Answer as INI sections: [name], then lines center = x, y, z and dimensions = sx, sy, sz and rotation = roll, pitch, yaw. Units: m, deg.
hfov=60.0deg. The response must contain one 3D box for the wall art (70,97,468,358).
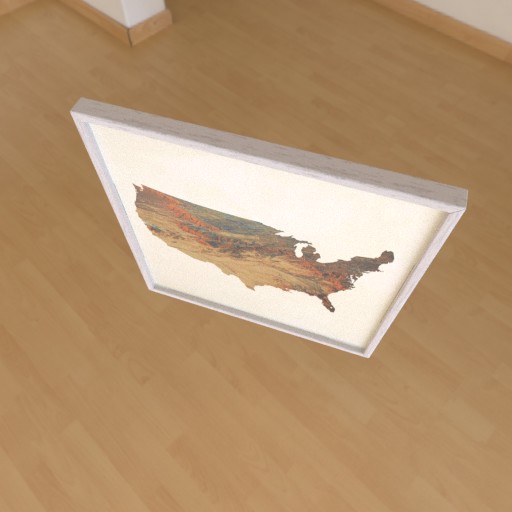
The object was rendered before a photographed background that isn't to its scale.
[wall art]
center = 0.000, 0.000, 1.932
dimensions = 1.287, 1.288, 0.078
rotation = 16, 60, 10
